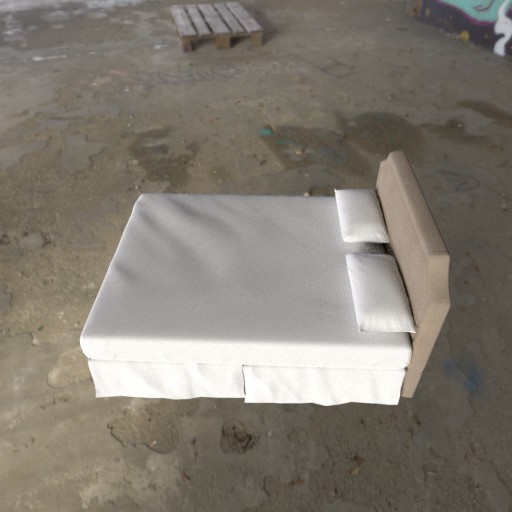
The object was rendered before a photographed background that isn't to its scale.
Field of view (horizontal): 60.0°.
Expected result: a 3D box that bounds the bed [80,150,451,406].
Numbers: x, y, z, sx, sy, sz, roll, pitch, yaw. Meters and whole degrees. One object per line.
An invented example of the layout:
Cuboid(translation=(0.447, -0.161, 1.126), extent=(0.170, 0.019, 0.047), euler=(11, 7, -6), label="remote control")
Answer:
Cuboid(translation=(0.000, 0.000, 3.711), extent=(2.498, 1.293, 1.977), euler=(1, 41, 2), label="bed")
